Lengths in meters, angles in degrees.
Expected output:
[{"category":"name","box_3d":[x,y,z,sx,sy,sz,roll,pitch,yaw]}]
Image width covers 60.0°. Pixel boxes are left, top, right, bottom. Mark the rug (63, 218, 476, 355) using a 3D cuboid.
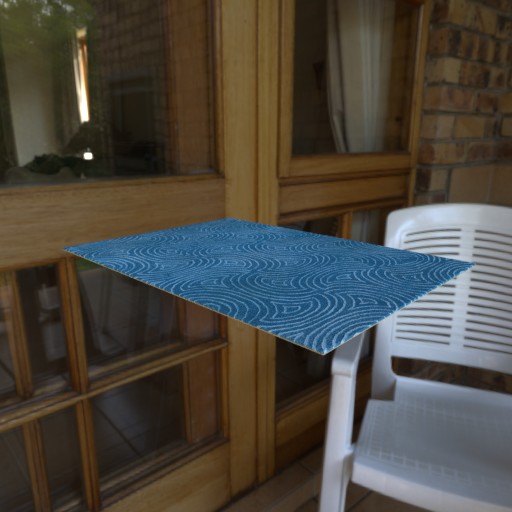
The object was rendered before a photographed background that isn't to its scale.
[{"category":"rug","box_3d":[0.000,0.000,2.813,2.144,0.015,1.543,14,21,42]}]
